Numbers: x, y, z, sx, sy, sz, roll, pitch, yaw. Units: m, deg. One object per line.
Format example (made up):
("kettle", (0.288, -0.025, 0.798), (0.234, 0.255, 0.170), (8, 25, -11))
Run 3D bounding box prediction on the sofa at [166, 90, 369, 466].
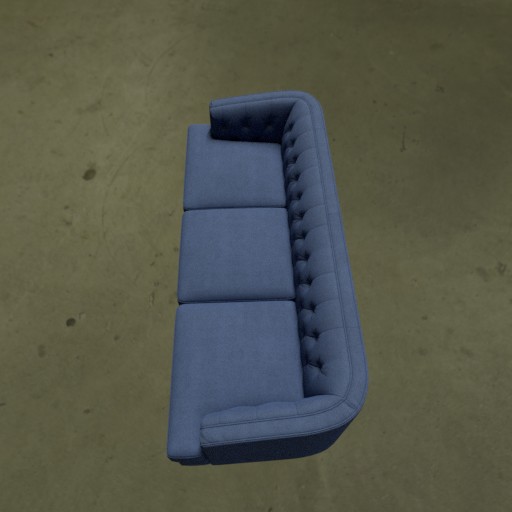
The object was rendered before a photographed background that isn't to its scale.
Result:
("sofa", (0.000, 0.000, 2.669), (0.914, 0.787, 2.235), (-2, 57, -1))
